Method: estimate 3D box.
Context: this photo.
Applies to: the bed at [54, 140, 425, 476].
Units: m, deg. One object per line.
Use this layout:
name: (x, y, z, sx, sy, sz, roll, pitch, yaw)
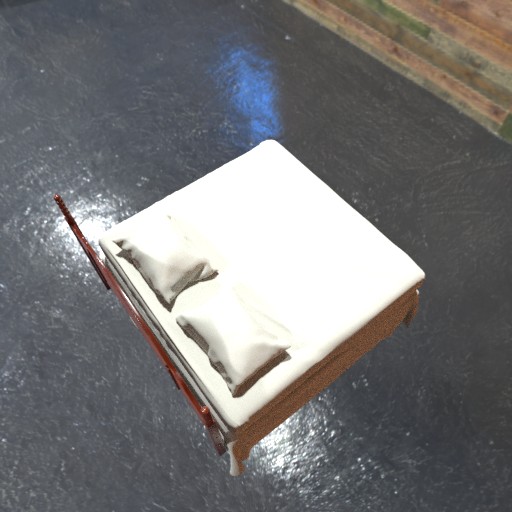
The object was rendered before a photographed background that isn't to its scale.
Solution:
bed: (0.000, 0.000, 3.666, 2.219, 1.355, 2.322, -33, 64, -19)
